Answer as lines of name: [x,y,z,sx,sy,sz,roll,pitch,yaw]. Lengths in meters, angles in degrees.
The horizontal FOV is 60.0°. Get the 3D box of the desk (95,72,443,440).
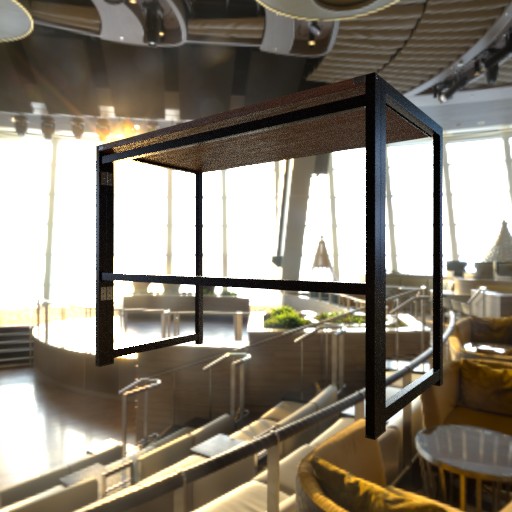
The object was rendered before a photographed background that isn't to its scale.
desk: [0.000,0.000,1.425,1.016,0.762,0.508,0,0,38]
